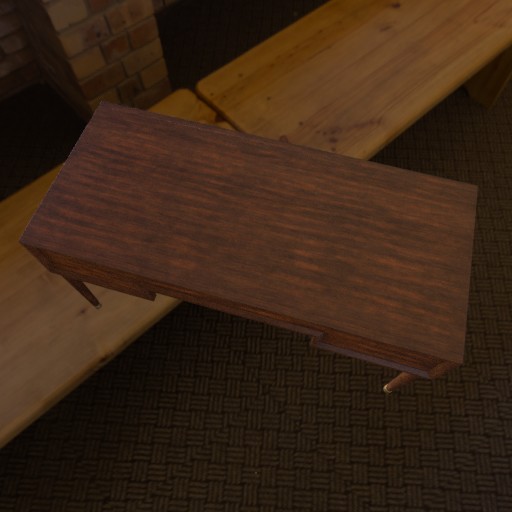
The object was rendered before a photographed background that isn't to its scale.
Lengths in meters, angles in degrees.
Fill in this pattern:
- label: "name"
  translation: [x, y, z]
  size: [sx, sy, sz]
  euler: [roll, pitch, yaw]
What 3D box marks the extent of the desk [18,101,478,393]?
- label: "desk"
  translation: [0.000, 0.000, 1.995]
  size: [1.575, 0.762, 0.724]
  euler: [15, 65, 7]
